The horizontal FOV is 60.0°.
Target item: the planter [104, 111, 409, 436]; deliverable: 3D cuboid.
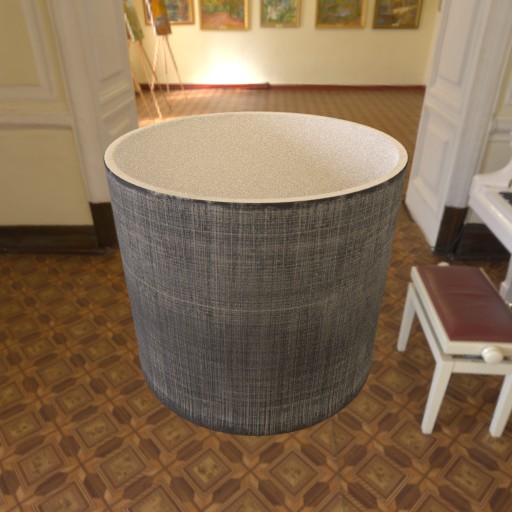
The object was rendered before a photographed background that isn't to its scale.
[{"bbox_3d":[0.000,0.000,0.309,0.178,0.157,0.178,0,30,0],"label":"planter"}]
